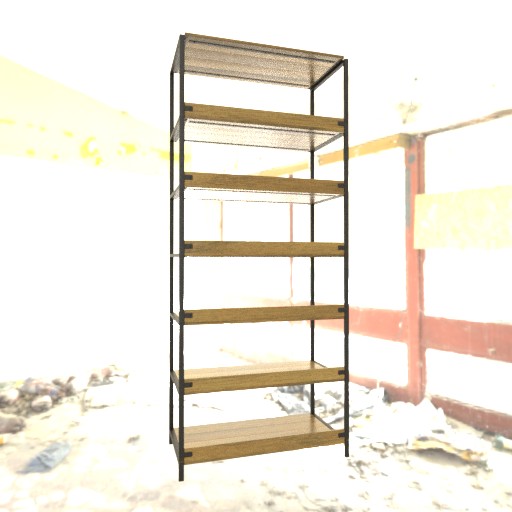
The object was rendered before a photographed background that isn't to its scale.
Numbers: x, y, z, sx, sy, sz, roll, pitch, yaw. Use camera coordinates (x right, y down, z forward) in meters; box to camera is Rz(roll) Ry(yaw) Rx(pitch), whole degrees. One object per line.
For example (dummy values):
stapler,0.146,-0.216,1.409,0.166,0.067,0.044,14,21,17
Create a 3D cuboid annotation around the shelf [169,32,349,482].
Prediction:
shelf,0.000,0.000,2.309,0.847,2.015,0.431,0,-1,-17
